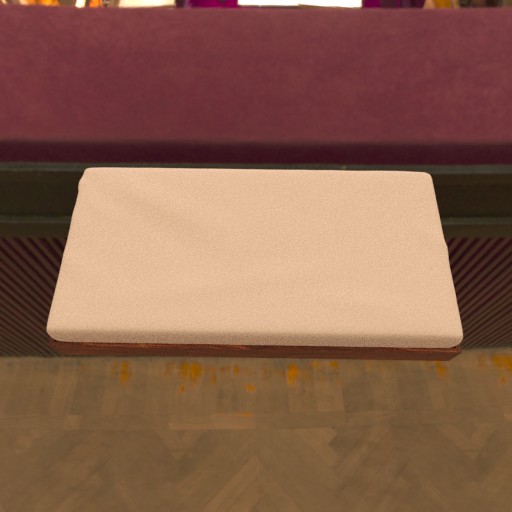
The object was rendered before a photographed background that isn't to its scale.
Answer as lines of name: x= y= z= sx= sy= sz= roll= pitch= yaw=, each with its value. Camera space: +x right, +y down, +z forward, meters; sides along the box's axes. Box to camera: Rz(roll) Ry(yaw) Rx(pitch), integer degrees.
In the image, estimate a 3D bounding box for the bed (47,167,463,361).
bed: x=0.000 y=0.000 z=2.205 sx=1.860 sy=0.312 sz=0.940 roll=1 pitch=63 yaw=0
